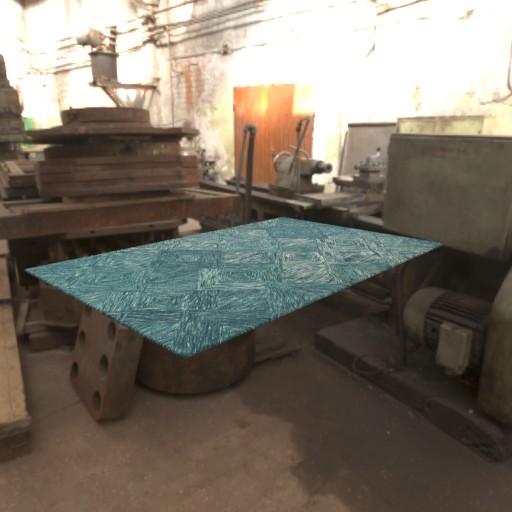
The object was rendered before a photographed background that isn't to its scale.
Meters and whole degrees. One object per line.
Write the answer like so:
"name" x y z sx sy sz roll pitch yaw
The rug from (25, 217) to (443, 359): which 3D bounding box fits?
"rug" 0.000 0.000 2.832 1.490 0.015 2.277 14 21 42
